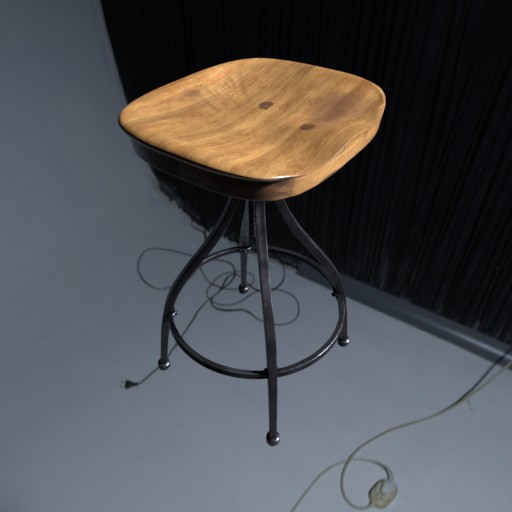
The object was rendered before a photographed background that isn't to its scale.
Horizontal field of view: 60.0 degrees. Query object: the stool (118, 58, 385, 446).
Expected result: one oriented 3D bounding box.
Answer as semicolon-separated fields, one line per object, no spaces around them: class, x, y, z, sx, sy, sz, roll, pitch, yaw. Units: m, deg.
stool;0.000;0.000;0.969;0.424;0.694;0.432;25;47;26
